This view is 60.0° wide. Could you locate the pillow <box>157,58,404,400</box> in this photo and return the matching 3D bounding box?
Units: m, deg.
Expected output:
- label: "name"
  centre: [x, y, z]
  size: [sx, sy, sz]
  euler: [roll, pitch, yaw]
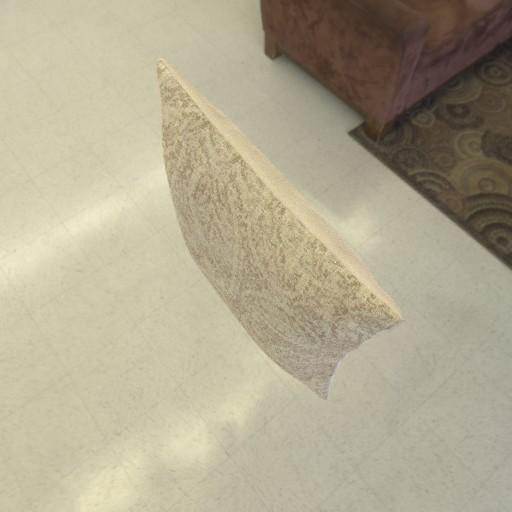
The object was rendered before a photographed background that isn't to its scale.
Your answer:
- label: "pillow"
  centre: [0.000, 0.000, 0.799]
  size: [0.166, 0.510, 0.523]
  euler: [-33, 68, -15]
